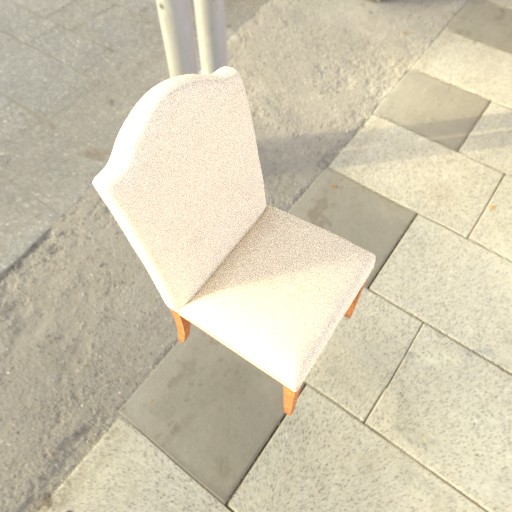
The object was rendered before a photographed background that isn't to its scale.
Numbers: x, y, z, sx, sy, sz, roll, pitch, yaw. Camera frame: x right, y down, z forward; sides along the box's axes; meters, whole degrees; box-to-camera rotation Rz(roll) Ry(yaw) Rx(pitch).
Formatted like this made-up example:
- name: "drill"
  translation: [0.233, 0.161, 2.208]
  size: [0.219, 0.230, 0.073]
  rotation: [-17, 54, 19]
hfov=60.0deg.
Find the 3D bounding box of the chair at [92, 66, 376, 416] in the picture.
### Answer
- name: "chair"
  translation: [0.000, 0.000, 1.423]
  size: [0.648, 1.012, 0.534]
  rotation: [30, 63, 17]
